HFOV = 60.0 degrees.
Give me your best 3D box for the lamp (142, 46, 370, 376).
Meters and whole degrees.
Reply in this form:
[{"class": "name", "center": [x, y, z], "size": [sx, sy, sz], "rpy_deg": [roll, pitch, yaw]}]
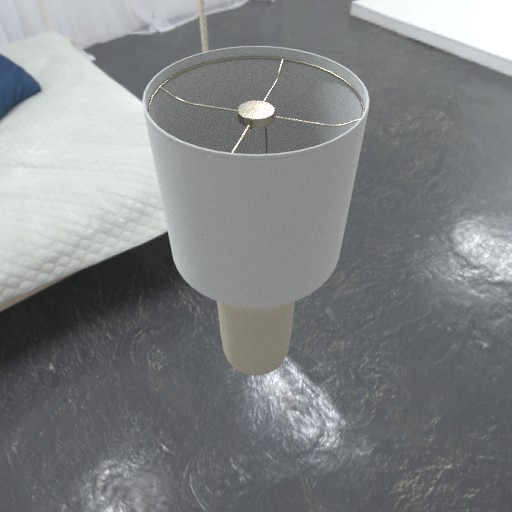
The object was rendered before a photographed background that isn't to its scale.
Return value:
[{"class": "lamp", "center": [0.000, 0.000, 0.610], "size": [0.220, 0.475, 0.220], "rpy_deg": [24, 51, 21]}]
